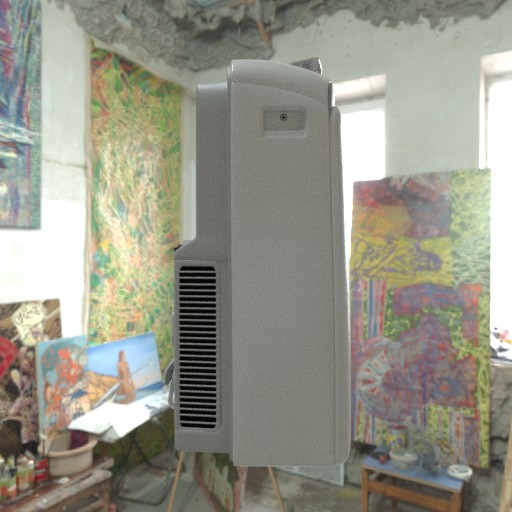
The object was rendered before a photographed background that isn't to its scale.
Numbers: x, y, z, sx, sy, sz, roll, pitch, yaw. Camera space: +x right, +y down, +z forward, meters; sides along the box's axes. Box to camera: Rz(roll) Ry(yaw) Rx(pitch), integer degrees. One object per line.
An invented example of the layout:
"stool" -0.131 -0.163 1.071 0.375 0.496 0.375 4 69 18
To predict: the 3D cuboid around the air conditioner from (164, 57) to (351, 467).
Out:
"air conditioner" 0.000 0.000 1.028 0.414 0.786 0.449 0 1 1
